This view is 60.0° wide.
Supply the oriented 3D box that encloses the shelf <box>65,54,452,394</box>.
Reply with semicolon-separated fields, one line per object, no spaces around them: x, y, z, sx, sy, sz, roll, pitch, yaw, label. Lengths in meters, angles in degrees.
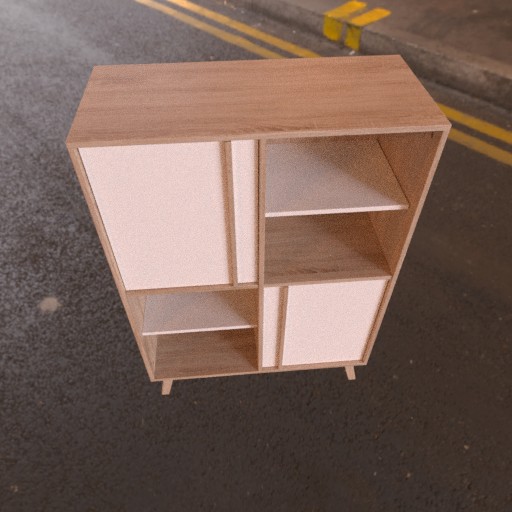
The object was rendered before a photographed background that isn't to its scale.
0.000;0.000;1.798;1.000;1.390;0.450;-4;47;-3;shelf
